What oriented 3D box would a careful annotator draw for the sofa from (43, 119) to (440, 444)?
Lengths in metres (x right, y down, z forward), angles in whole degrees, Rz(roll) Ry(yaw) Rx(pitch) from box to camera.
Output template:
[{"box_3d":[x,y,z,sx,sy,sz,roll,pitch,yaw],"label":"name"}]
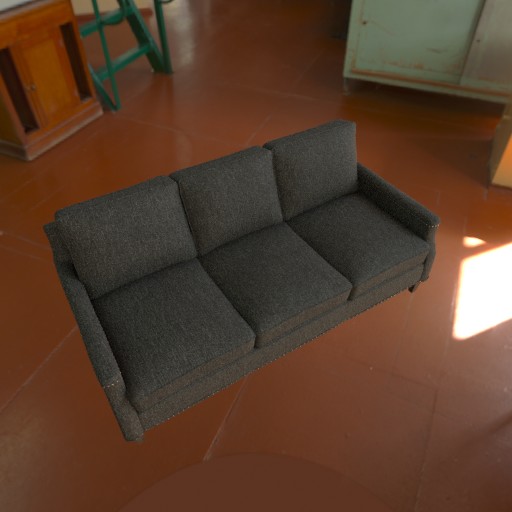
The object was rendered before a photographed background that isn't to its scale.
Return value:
[{"box_3d":[0.000,0.000,2.801,2.246,1.003,1.084,-23,49,-22],"label":"sofa"}]
